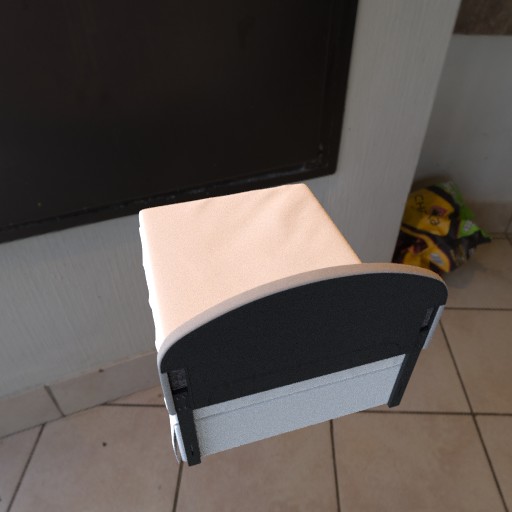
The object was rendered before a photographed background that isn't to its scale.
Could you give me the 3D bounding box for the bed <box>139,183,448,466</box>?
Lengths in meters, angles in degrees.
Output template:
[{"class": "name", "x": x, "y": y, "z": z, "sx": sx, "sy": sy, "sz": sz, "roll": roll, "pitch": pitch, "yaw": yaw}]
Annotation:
[{"class": "bed", "x": 0.000, "y": 0.000, "z": 3.117, "sx": 1.607, "sy": 1.410, "sz": 2.005, "roll": -11, "pitch": 42, "yaw": -12}]
